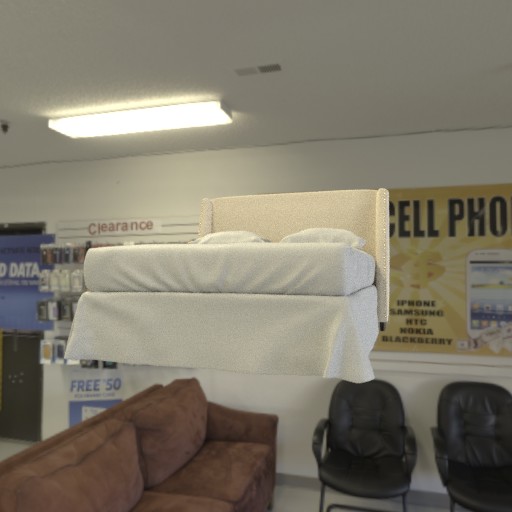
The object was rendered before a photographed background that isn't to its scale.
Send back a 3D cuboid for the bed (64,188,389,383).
[{"bbox_3d":[0.000,0.000,3.464,1.925,1.332,2.276,-1,-2,19],"label":"bed"}]
